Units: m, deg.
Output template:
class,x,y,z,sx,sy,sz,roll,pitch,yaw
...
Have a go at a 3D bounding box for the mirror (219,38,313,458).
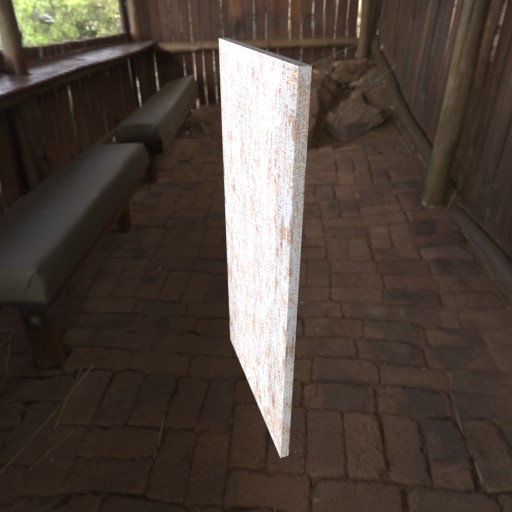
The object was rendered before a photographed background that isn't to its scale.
class,x,y,z,sx,sy,sz,roll,pitch,yaw
mirror,0.000,0.000,1.083,0.027,0.922,0.472,-10,32,-16
